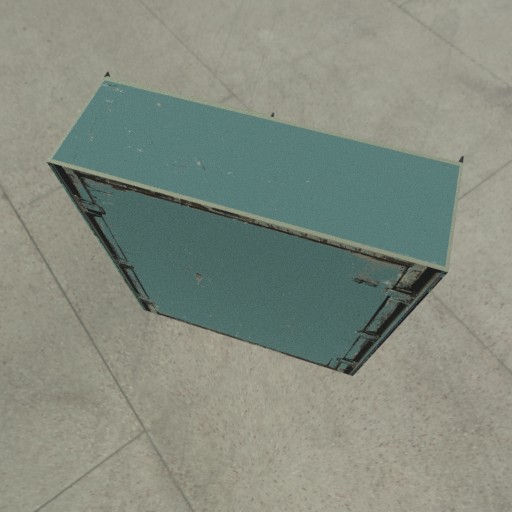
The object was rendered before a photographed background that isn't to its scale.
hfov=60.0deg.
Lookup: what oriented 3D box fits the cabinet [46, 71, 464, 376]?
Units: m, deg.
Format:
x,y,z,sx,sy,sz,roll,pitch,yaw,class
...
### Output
x,y,z,sx,sy,sz,roll,pitch,yaw,class
0.000,0.000,3.201,2.000,2.160,0.680,16,64,8,cabinet
